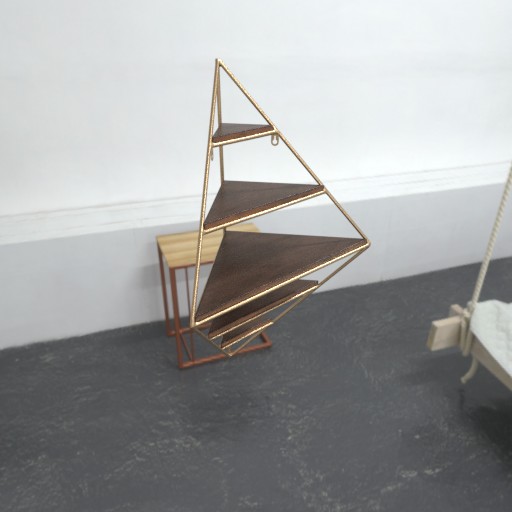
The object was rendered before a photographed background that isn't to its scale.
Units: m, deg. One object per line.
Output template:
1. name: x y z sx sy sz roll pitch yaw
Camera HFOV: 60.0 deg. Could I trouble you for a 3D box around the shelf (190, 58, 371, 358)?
1. shelf: 0.000 0.000 1.145 0.564 0.913 0.294 -22 37 -32
